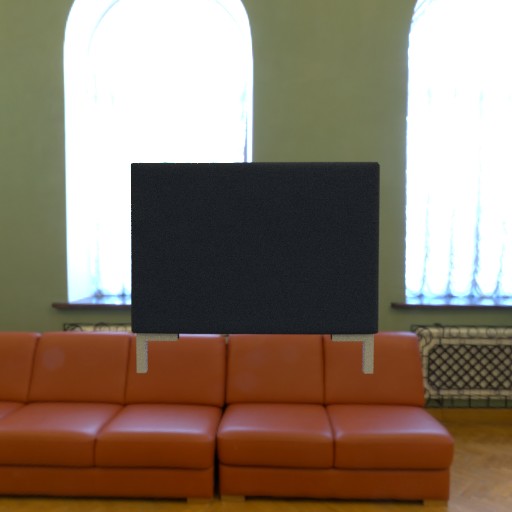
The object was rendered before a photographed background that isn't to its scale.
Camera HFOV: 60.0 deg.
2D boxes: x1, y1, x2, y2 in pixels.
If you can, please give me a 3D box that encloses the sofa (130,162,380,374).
[{"bbox_3d":[0.000,0.000,2.394,0.797,0.657,2.102,0,2,0],"label":"sofa"}]
